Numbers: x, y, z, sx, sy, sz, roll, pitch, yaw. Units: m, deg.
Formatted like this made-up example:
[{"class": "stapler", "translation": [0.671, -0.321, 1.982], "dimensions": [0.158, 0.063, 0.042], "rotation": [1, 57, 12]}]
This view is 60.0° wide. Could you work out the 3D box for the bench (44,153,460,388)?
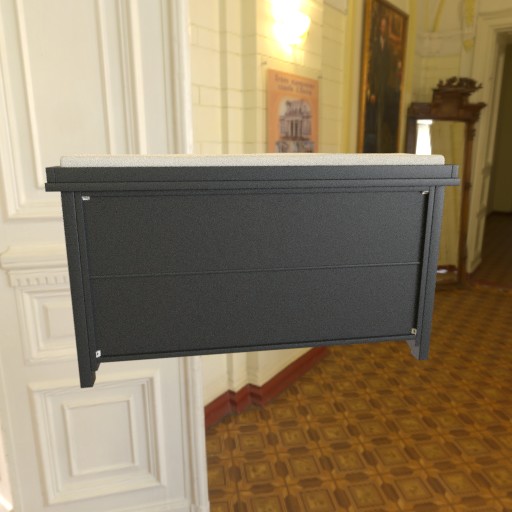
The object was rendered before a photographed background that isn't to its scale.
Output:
[{"class": "bench", "translation": [0.000, 0.000, 1.239], "dimensions": [0.973, 0.561, 0.345], "rotation": [-2, 14, -9]}]
